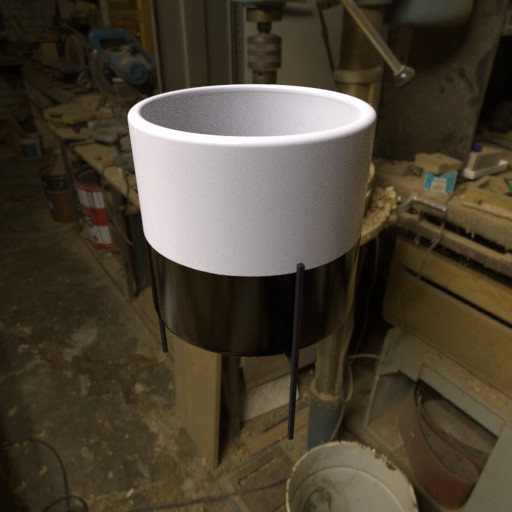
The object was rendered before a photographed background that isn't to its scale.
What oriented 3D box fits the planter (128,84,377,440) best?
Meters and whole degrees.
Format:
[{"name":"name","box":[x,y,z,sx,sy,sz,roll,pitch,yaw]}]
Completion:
[{"name":"planter","box":[0.000,0.000,0.656,0.310,0.432,0.310,-19,36,-29]}]
